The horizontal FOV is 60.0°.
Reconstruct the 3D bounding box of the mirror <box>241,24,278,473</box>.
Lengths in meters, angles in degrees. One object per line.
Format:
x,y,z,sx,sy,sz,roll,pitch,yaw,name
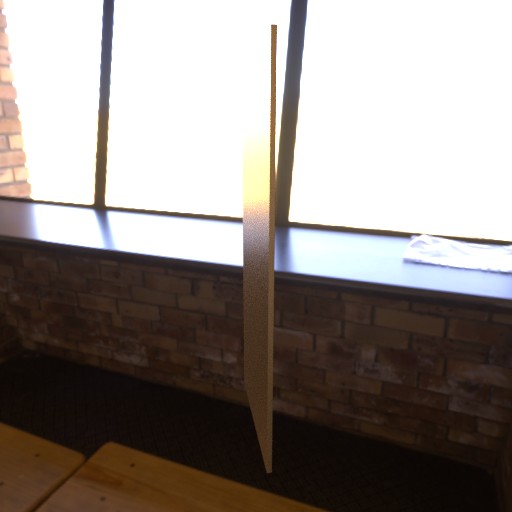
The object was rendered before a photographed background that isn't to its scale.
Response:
0.000,0.000,2.310,0.025,2.031,0.812,-3,17,-9,mirror
